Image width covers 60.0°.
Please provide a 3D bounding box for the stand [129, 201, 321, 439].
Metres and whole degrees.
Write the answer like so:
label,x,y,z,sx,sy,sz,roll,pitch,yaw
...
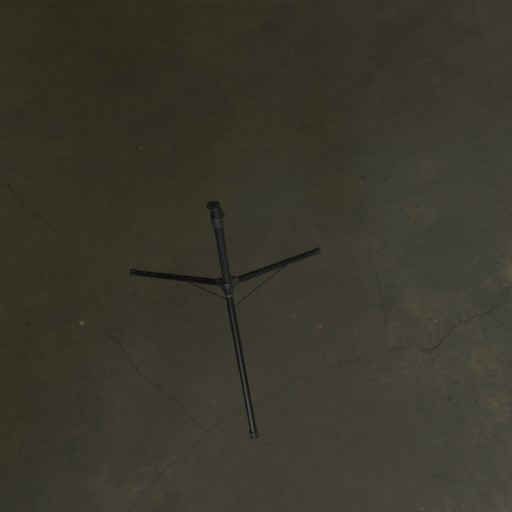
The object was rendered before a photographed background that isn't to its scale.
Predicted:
label,x,y,z,sx,sy,sz,roll,pitch,yaw
stand,0.000,0.000,2.739,1.339,1.595,1.596,-35,69,-15
